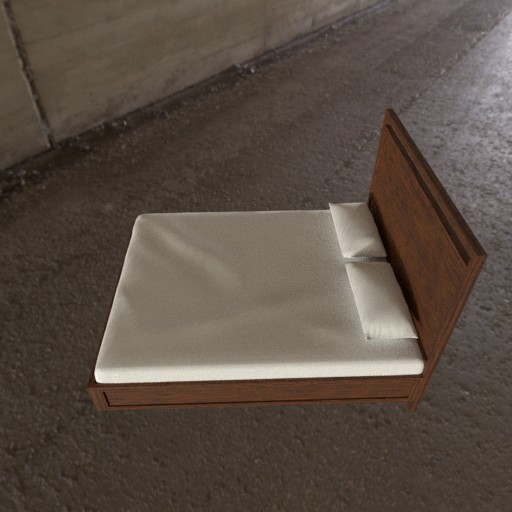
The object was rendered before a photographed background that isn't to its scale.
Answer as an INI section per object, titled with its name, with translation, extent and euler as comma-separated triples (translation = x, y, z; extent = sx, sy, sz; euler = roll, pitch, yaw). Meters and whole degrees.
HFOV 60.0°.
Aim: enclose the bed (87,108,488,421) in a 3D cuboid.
[bed]
translation = 0.000, 0.000, 3.298
extent = 2.218, 1.487, 1.765
euler = -1, 41, -1
